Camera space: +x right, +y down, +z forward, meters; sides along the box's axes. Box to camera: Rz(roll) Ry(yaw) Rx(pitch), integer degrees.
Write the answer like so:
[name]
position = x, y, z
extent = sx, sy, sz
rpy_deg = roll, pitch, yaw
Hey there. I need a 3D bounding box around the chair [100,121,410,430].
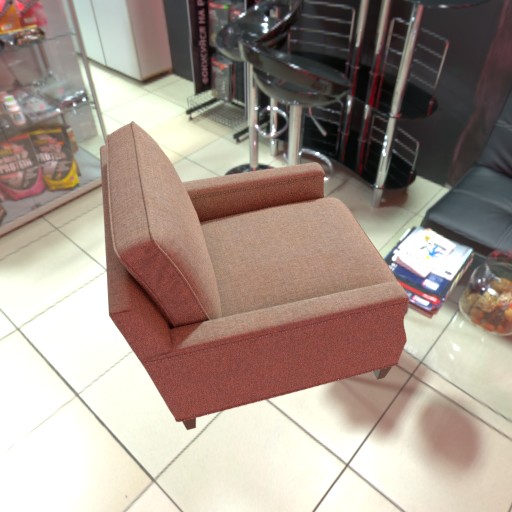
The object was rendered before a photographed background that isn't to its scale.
[chair]
position = 0.000, 0.000, 1.740
extent = 1.014, 0.943, 0.853
rpy_deg = -11, 46, -11
